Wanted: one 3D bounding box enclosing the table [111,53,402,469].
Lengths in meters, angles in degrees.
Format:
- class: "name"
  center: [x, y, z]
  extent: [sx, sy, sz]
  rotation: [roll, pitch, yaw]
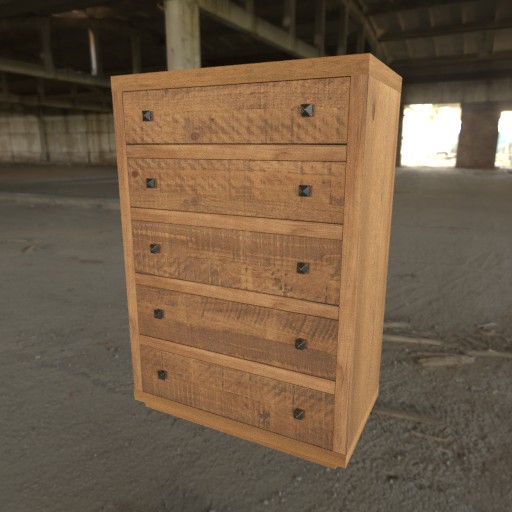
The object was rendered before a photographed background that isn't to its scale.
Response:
- class: "table"
  center: [0.000, 0.000, 1.708]
  extent: [0.901, 1.294, 0.524]
  rotation: [7, 16, 26]
